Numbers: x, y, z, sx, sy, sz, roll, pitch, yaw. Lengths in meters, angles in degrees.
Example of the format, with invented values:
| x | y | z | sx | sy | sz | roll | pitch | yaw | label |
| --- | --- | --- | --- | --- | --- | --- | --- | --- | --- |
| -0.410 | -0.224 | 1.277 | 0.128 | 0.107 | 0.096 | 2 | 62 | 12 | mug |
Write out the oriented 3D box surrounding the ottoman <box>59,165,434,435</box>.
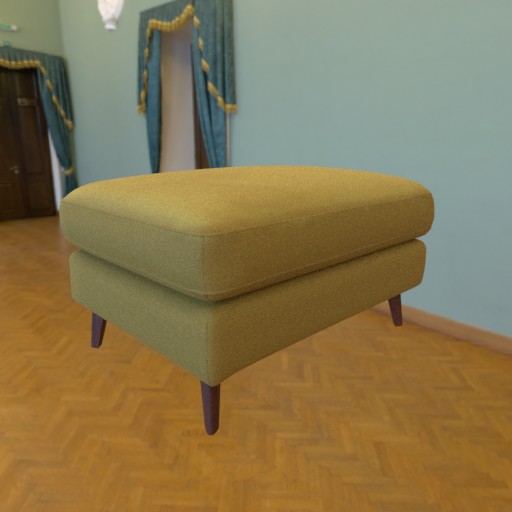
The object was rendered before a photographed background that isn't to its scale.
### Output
| x | y | z | sx | sy | sz | roll | pitch | yaw | label |
| --- | --- | --- | --- | --- | --- | --- | --- | --- | --- |
| 0.000 | 0.000 | 1.164 | 0.811 | 0.449 | 0.608 | -14 | 21 | -42 | ottoman |
